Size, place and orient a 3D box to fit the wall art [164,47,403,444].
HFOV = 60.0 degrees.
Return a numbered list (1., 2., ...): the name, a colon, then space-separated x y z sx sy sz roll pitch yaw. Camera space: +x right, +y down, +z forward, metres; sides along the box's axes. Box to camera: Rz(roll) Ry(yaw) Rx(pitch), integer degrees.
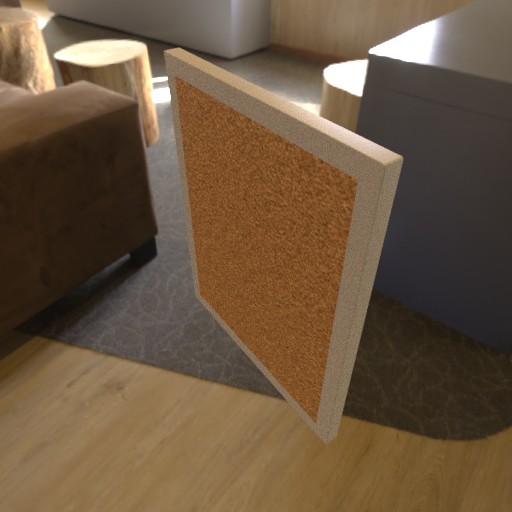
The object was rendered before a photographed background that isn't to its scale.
1. wall art: 0.000 0.000 0.748 0.028 0.556 0.454 -26 47 -27
